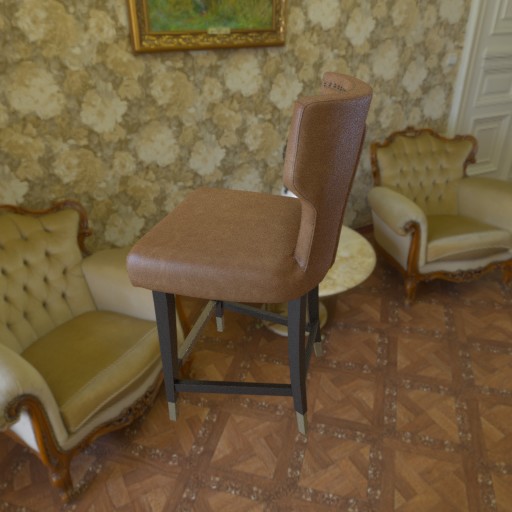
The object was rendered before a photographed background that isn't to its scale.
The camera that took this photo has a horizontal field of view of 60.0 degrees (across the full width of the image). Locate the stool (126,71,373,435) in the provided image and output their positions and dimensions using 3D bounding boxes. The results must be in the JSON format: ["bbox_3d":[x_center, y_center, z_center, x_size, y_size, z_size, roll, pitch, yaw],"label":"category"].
[{"bbox_3d":[0.000,0.000,1.319,0.563,0.982,0.526,7,29,13],"label":"stool"}]
